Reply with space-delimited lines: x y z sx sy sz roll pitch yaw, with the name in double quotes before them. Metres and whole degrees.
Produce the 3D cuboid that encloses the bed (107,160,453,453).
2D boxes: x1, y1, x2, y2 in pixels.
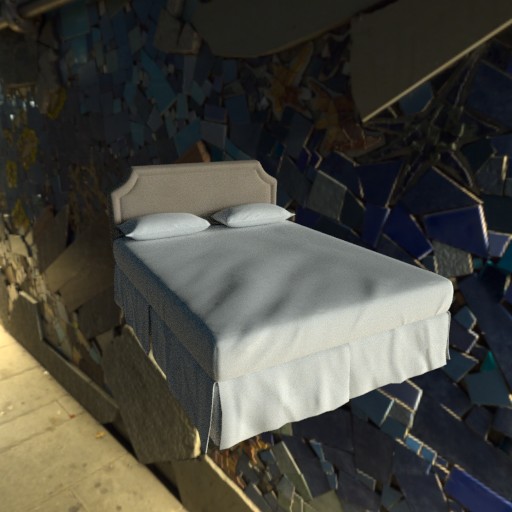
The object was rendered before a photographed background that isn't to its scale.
"bed" 0.000 0.000 3.650 1.977 1.293 2.498 -10 20 -28
